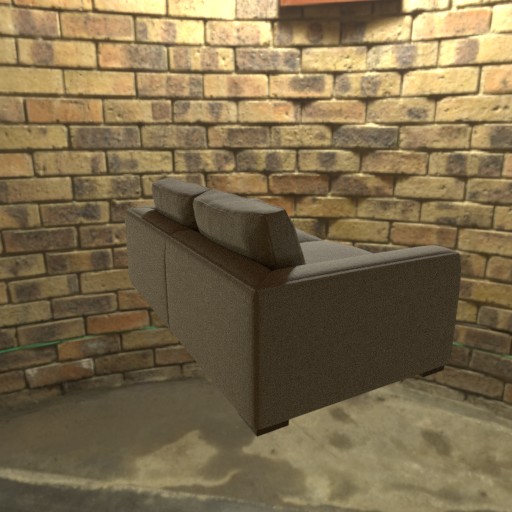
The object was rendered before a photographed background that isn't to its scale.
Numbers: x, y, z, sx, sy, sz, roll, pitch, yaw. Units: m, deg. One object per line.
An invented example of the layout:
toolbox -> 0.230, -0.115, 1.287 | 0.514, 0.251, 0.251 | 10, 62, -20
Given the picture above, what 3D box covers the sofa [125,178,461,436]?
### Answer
sofa -> 0.000, 0.000, 2.521 | 1.069, 0.800, 1.920 | -8, 17, -27
